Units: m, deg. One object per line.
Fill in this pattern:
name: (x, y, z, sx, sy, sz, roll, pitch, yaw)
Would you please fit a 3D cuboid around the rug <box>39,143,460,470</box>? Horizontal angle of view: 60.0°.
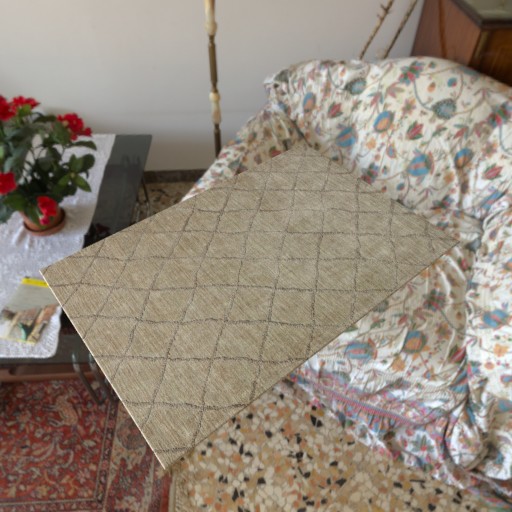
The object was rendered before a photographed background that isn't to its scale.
rug: (0.000, 0.000, 2.876, 2.280, 0.015, 1.521, -31, 54, -25)
